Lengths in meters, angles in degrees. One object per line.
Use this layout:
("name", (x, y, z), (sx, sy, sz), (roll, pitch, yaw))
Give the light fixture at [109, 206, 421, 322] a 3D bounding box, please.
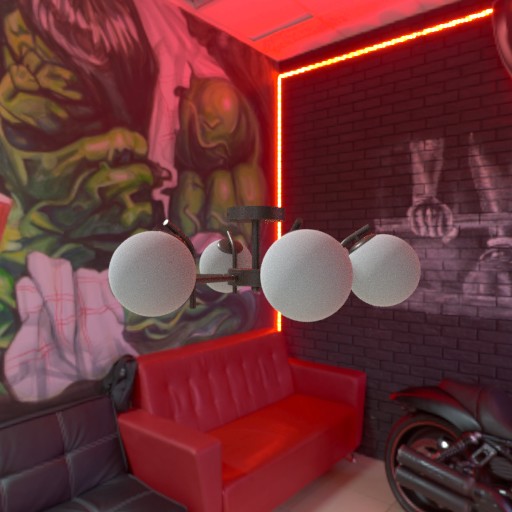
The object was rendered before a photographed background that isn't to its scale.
("light fixture", (0.000, 0.000, 0.944), (0.662, 0.201, 0.662), (0, 1, 0))
